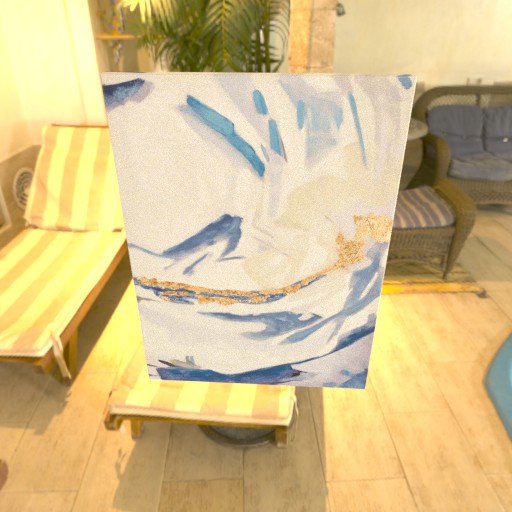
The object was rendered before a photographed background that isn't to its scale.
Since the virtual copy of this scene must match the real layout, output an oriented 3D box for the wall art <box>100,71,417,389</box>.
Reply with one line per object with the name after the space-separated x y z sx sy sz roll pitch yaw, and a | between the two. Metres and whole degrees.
0.000 0.000 1.324 0.761 1.015 0.038 2 29 3 | wall art
